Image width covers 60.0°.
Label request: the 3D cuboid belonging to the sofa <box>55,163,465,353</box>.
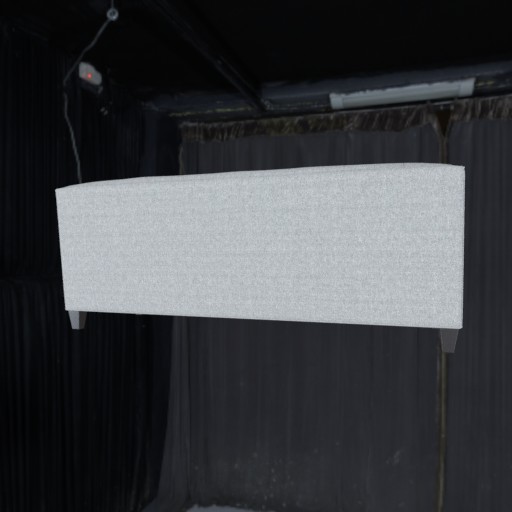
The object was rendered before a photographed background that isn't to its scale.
[{"bbox_3d":[0.000,0.000,2.725,2.235,0.901,0.914,0,0,18],"label":"sofa"}]
